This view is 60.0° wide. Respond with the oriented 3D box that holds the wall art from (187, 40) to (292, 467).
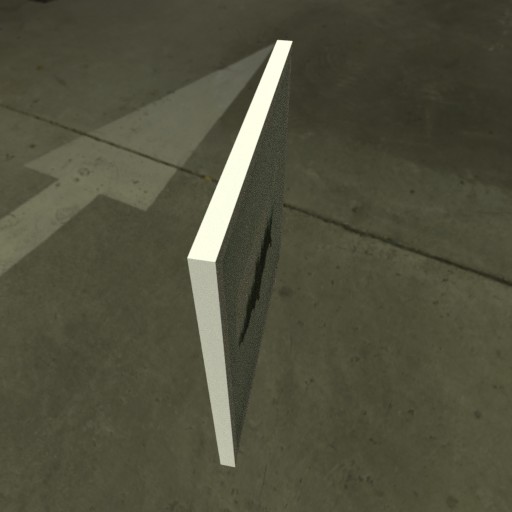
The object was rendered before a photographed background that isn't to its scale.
[{"bbox_3d":[0.000,0.000,1.113,0.038,0.762,0.762,8,47,7],"label":"wall art"}]
